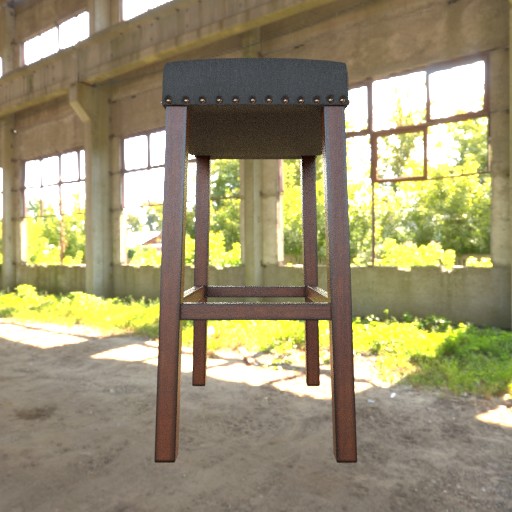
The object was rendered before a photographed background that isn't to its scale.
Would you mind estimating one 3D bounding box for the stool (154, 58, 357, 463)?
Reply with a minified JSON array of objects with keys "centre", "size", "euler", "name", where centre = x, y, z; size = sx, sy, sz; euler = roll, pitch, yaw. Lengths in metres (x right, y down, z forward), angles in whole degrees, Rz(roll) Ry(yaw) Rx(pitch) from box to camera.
[{"centre":[0.000,0.000,1.049],"size":[0.366,0.748,0.502],"euler":[0,0,0],"name":"stool"}]
